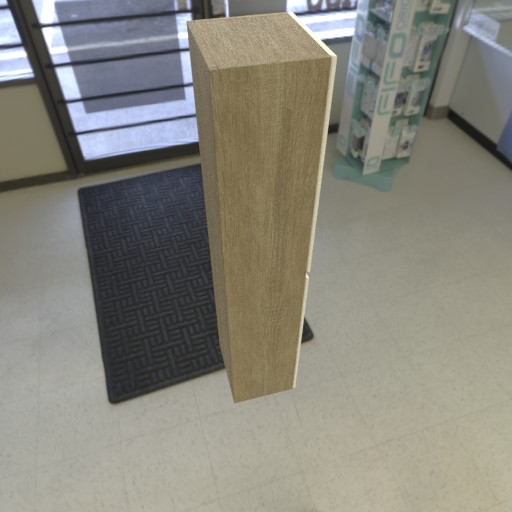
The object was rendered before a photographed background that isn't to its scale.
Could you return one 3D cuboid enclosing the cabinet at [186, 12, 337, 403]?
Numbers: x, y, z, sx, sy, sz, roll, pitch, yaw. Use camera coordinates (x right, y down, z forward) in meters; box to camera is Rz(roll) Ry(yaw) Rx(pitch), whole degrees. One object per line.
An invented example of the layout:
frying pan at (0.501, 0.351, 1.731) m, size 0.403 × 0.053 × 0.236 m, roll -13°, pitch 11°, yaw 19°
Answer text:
cabinet at (0.000, 0.000, 1.496) m, size 0.270 × 1.400 × 0.300 m, roll -11°, pitch 46°, yaw -11°
